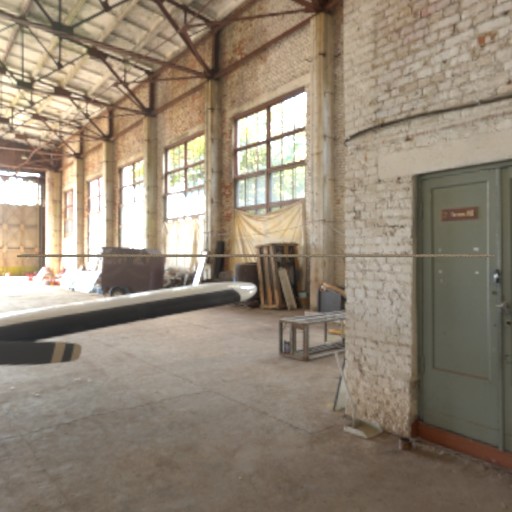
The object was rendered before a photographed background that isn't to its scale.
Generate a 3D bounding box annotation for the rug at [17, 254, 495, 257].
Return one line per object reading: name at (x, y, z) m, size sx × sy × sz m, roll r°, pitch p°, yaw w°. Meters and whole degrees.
rug at (0.000, 0.000, 1.429) m, size 1.219 × 0.007 × 0.604 m, roll 0°, pitch 0°, yaw -1°
